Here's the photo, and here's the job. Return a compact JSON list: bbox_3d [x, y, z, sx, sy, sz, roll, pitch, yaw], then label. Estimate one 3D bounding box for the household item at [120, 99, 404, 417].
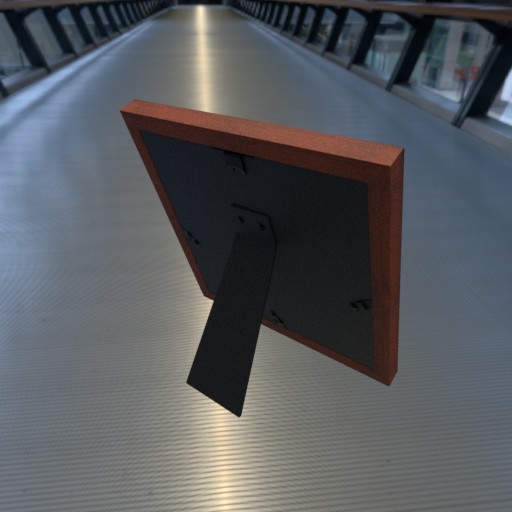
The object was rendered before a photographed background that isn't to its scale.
[{"bbox_3d":[0.000,0.000,0.386,0.240,0.240,0.131,21,36,33],"label":"household item"}]
